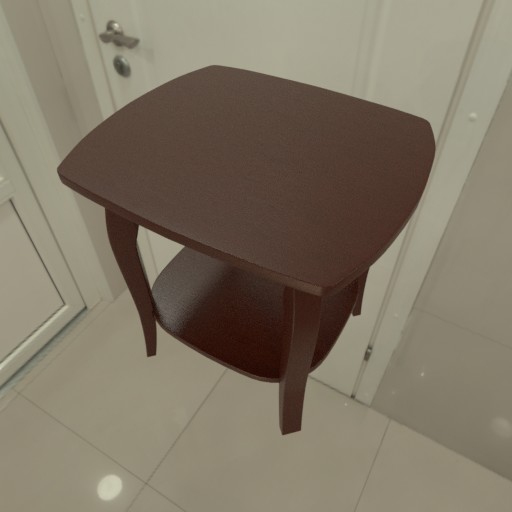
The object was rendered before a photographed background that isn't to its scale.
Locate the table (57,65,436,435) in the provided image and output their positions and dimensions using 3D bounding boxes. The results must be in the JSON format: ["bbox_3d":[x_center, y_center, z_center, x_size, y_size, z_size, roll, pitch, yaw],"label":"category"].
[{"bbox_3d":[0.000,0.000,0.850,0.502,0.496,0.433,23,51,20],"label":"table"}]
